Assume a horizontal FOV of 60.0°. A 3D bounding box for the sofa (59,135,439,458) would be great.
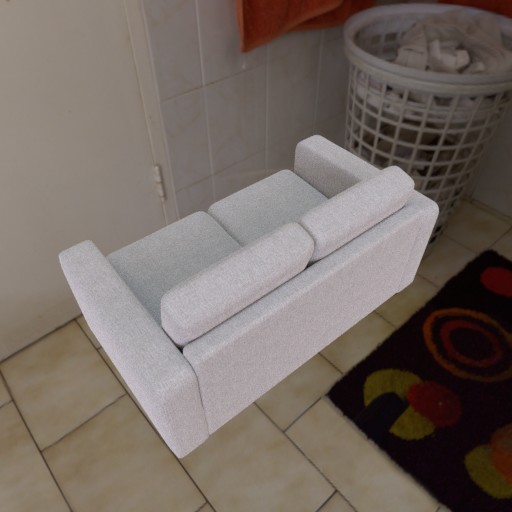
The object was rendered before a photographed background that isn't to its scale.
[{"bbox_3d":[0.000,0.000,2.112,1.540,0.800,0.900,-30,53,-26],"label":"sofa"}]
